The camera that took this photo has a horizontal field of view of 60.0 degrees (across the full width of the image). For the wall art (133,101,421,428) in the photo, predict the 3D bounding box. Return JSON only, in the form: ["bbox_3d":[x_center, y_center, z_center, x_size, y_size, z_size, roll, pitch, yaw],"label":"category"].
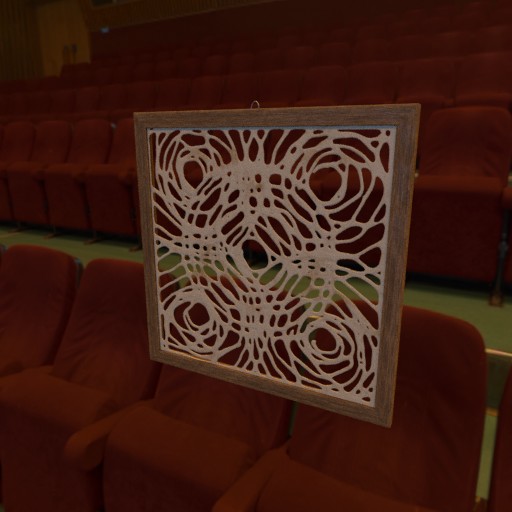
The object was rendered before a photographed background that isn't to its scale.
[{"bbox_3d":[0.000,0.000,0.866,0.561,0.576,0.021,8,17,27],"label":"wall art"}]
